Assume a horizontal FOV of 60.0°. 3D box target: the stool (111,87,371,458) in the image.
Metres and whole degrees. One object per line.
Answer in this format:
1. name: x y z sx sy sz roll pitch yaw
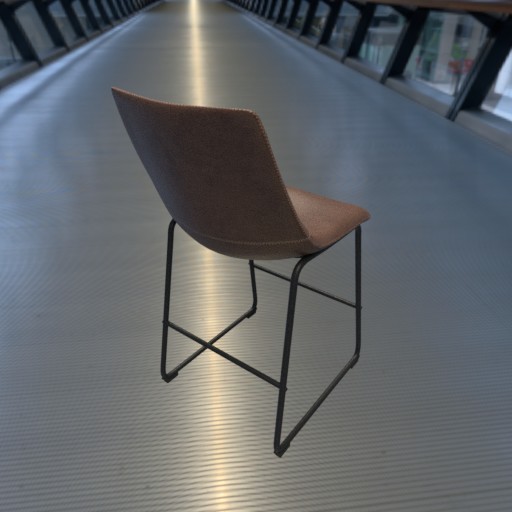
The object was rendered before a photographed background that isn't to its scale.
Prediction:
1. stool: 0.000 0.000 1.193 0.460 0.890 0.550 21 36 32
